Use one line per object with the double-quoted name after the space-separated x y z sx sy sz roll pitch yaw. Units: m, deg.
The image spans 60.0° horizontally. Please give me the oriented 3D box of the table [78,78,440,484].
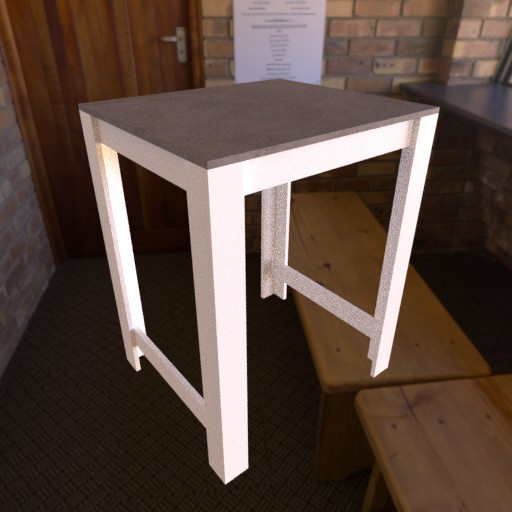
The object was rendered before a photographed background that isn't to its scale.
0.000 0.000 1.555 0.800 1.020 0.700 -22 36 -33 "table"
